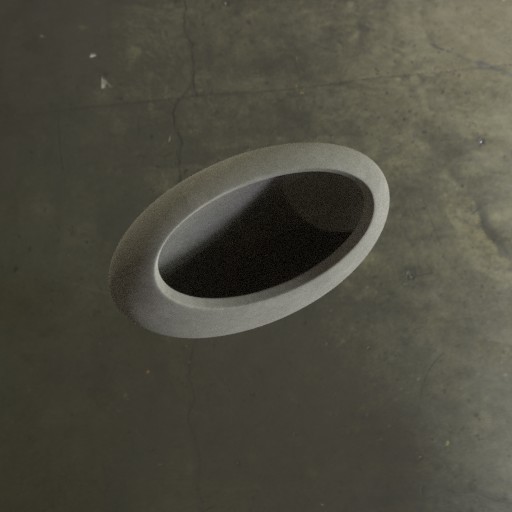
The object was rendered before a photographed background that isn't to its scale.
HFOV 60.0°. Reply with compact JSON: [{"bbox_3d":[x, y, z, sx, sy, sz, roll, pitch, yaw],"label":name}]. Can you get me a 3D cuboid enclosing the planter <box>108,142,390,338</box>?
[{"bbox_3d":[0.000,0.000,0.288,0.185,0.188,0.071,-19,64,-10],"label":"planter"}]
